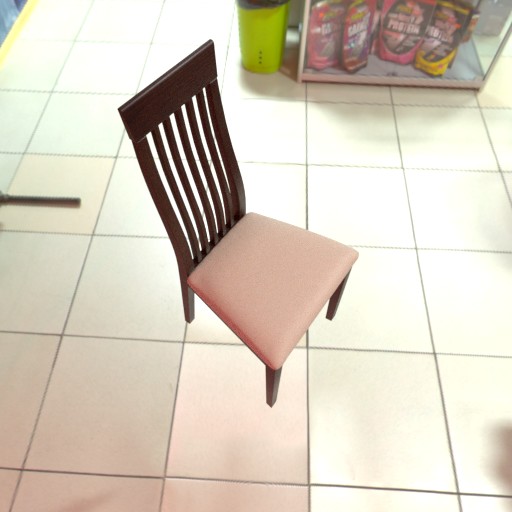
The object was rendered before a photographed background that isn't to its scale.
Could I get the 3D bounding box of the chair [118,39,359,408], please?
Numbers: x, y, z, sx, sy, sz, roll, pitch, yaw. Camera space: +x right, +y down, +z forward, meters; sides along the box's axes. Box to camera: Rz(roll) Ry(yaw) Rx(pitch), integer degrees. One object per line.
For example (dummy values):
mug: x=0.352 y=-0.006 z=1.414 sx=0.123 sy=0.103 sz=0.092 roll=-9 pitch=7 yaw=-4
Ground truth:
chair: x=0.000 y=0.000 z=1.295 sx=0.474 sy=1.027 sz=0.460 roll=32 pitch=63 yaw=18
